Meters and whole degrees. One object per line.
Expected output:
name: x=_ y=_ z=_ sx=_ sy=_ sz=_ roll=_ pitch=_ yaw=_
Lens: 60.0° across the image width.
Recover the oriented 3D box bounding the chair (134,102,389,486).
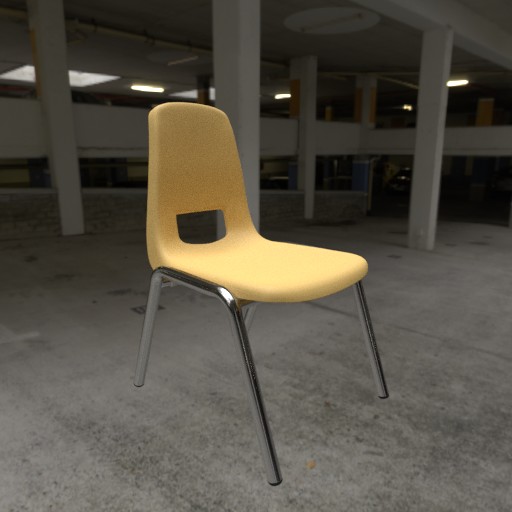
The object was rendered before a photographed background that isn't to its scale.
chair: x=0.000 y=0.000 z=0.854 sx=0.423 sy=0.586 sz=0.354 roll=13 pitch=18 yaw=43
